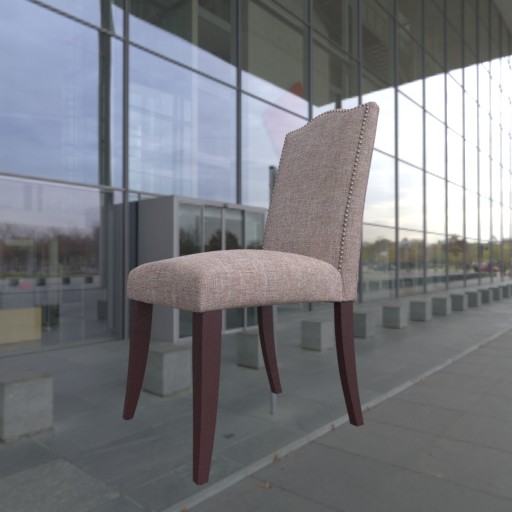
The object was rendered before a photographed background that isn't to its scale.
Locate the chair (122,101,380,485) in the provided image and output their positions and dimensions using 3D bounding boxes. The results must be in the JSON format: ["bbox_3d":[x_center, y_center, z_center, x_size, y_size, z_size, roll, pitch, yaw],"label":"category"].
[{"bbox_3d":[0.000,0.000,1.368,0.660,1.016,0.513,1,-1,-35],"label":"chair"}]
